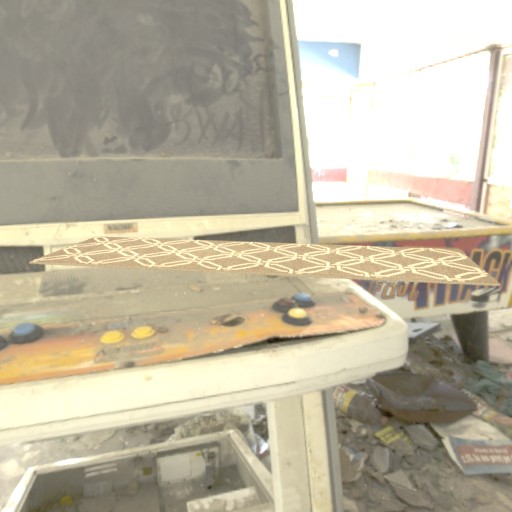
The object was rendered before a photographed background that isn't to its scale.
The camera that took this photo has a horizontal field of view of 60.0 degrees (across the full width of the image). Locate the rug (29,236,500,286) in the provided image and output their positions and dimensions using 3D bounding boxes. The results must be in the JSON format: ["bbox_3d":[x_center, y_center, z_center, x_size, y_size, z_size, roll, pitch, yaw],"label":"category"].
[{"bbox_3d":[0.000,0.000,2.435,2.276,0.014,0.678,2,14,9],"label":"rug"}]
